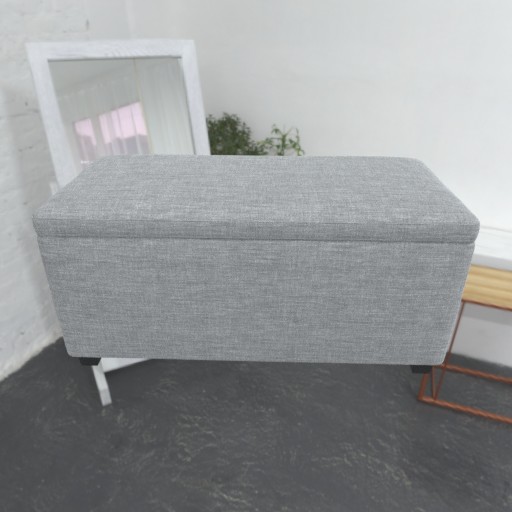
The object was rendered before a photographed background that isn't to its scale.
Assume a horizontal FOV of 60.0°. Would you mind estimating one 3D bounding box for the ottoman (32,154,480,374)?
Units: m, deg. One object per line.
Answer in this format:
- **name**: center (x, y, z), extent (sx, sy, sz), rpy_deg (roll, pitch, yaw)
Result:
- **ottoman**: center (0.000, 0.000, 1.121), extent (0.902, 0.432, 0.419), rpy_deg (1, 29, 2)
